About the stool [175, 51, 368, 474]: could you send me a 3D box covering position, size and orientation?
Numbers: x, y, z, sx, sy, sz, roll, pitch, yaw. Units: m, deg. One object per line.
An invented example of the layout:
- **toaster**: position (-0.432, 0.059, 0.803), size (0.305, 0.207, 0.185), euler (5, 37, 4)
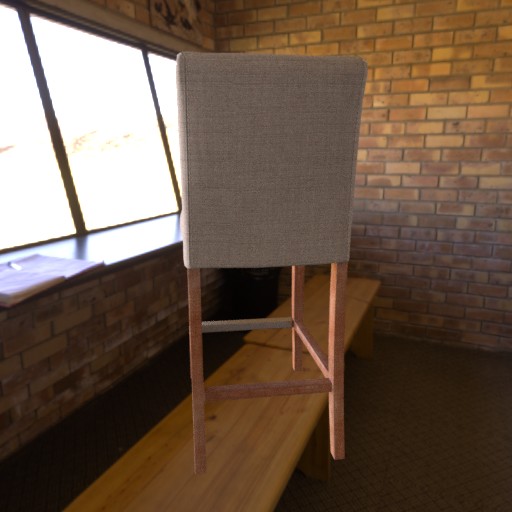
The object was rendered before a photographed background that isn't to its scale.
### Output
- **stool**: position (0.000, 0.000, 1.342), size (0.454, 1.039, 0.567), euler (-2, 13, -8)
